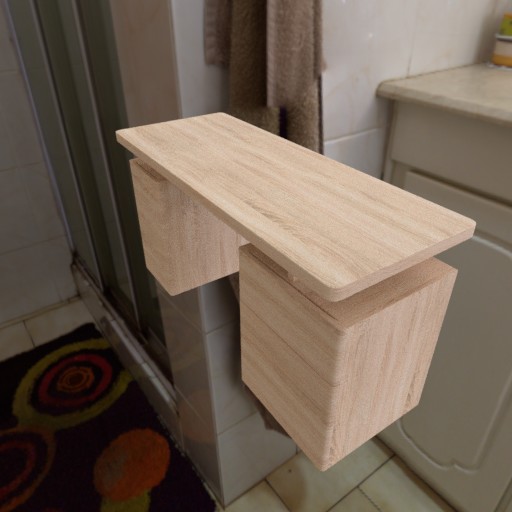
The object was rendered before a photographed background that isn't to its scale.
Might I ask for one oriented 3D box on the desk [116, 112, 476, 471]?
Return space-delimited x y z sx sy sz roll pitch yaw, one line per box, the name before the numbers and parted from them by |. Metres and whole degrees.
desk | 0.000 0.000 1.789 0.550 0.760 1.400 -20 38 -28
